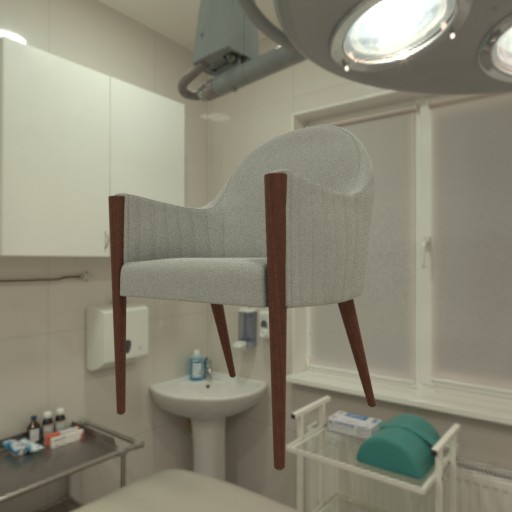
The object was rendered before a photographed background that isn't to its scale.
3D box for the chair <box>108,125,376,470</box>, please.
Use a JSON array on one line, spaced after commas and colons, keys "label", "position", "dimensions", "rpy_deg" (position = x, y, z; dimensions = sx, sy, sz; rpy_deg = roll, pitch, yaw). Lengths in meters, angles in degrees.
[{"label": "chair", "position": [0.000, 0.000, 1.302], "dimensions": [0.610, 0.889, 0.620], "rpy_deg": [0, 0, 37]}]
